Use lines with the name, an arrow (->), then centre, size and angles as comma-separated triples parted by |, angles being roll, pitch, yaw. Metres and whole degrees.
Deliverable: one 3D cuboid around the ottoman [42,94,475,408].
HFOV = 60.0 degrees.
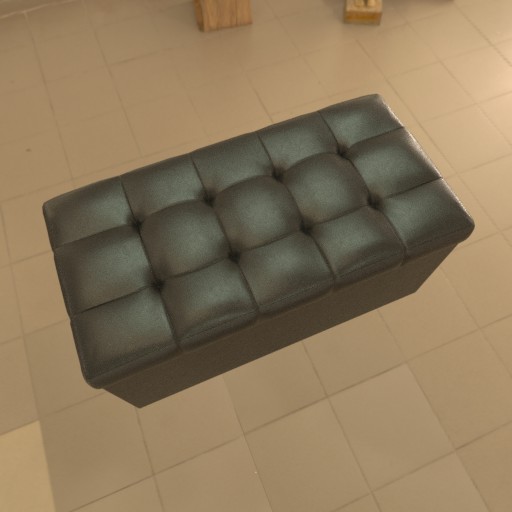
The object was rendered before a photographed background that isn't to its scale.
ottoman -> 0.000, 0.000, 1.117 | 0.838, 0.470, 0.432 | -21, 66, -10
